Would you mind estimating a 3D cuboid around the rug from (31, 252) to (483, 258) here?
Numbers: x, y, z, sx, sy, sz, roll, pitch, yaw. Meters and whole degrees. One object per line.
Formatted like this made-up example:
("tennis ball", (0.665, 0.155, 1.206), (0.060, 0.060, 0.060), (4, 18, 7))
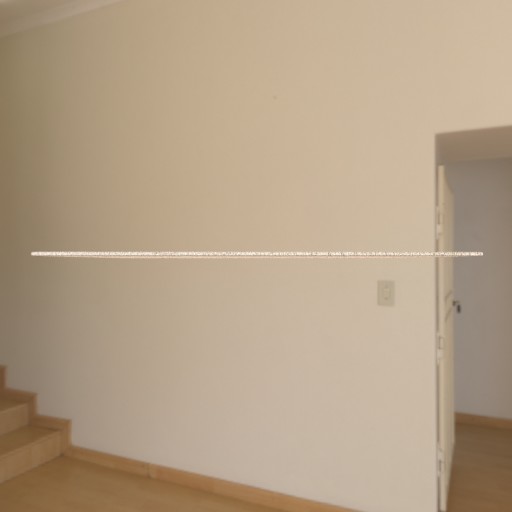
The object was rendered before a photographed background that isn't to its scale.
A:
("rug", (0.000, 0.000, 4.180), (3.047, 0.029, 2.438), (0, -1, -1))
